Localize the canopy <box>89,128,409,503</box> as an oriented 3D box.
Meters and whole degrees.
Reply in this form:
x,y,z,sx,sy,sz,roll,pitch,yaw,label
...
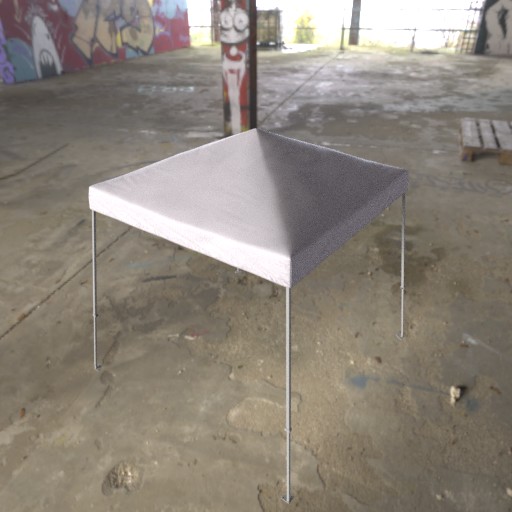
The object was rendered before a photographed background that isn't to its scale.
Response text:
x,y,z,sx,sy,sz,roll,pitch,yaw,label
0.000,0.000,4.999,2.849,2.850,2.850,20,36,31,canopy
